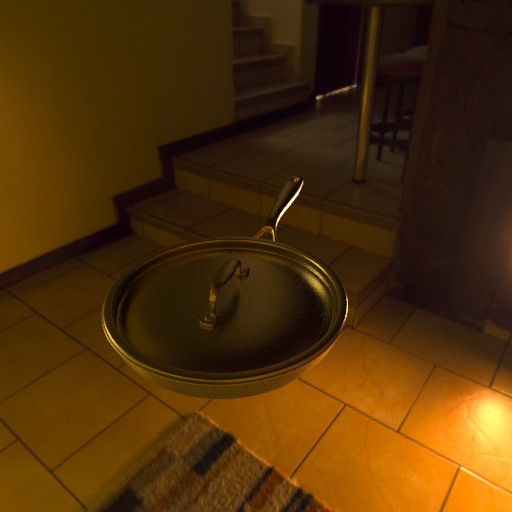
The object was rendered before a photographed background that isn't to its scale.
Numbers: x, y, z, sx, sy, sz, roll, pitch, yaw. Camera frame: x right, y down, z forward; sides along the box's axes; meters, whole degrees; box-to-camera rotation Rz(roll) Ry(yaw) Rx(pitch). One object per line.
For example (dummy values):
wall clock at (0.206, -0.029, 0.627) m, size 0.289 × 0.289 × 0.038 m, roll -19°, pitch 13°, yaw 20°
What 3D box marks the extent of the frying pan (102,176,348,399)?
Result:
frying pan at (0.000, 0.000, 0.599) m, size 0.272 × 0.086 × 0.490 m, roll 9°, pitch 32°, yaw 15°
